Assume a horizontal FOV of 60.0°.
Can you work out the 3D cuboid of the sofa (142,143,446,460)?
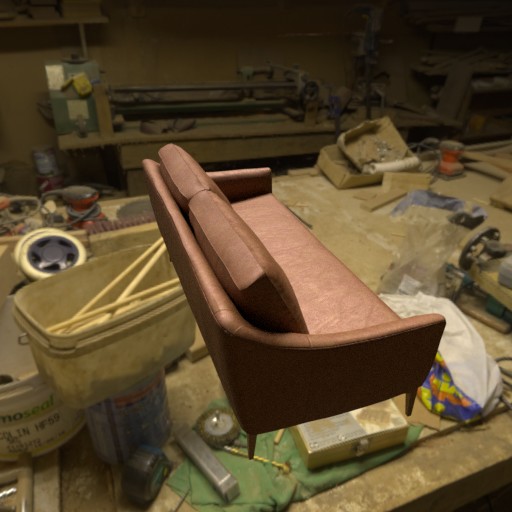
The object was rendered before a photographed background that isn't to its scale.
[{"bbox_3d":[0.000,0.000,2.588,0.981,0.945,2.036,-11,33,-18],"label":"sofa"}]
